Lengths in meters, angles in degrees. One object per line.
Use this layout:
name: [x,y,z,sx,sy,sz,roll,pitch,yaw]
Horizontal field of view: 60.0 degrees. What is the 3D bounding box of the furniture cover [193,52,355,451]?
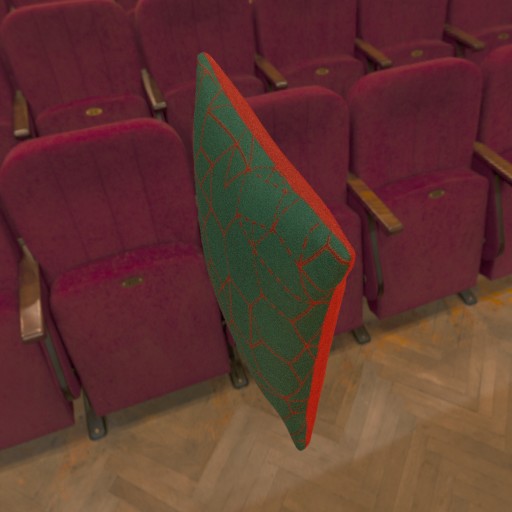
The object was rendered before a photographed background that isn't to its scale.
furniture cover: [0.000,0.000,0.774,0.158,0.508,0.517,-15,48,-14]
